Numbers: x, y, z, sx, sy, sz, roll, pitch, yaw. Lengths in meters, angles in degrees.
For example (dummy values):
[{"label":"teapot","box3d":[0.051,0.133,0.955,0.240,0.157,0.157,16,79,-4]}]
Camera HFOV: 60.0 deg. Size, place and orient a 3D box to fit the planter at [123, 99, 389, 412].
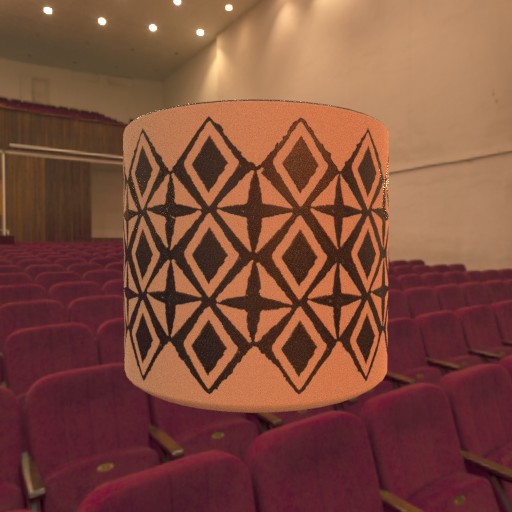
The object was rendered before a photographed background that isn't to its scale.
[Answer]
[{"label":"planter","box3d":[0.000,0.000,0.277,0.159,0.144,0.159,0,1,0]}]
